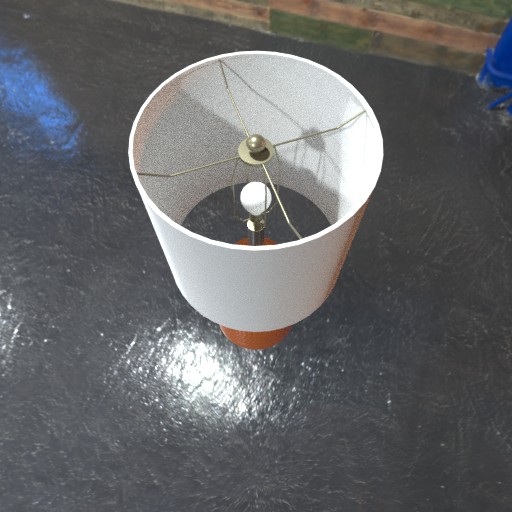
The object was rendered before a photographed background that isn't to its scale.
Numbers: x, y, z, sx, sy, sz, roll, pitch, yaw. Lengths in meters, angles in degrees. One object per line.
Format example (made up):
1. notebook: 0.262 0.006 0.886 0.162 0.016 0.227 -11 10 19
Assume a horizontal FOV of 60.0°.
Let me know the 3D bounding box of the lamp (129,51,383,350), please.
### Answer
1. lamp: 0.000 0.000 1.120 0.418 0.871 0.418 17 65 8
